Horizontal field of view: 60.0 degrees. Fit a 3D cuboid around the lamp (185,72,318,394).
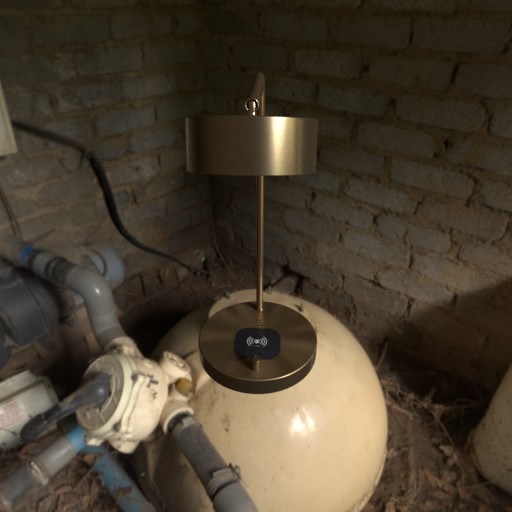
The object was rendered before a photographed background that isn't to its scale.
[{"bbox_3d":[0.000,0.000,0.513,0.171,0.380,0.270,1,31,2],"label":"lamp"}]
